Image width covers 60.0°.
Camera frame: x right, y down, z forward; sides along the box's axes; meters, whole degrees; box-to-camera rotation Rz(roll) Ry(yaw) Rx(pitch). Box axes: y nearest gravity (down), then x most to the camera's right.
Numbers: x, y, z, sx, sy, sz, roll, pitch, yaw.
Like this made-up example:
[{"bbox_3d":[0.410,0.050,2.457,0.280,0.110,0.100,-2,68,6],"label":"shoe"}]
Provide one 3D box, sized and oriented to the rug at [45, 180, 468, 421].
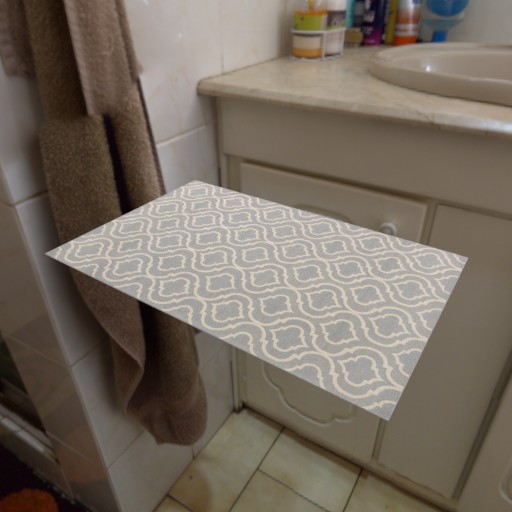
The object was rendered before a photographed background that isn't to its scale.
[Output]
[{"bbox_3d":[0.000,0.000,2.186,1.749,0.015,1.141,20,38,28],"label":"rug"}]
